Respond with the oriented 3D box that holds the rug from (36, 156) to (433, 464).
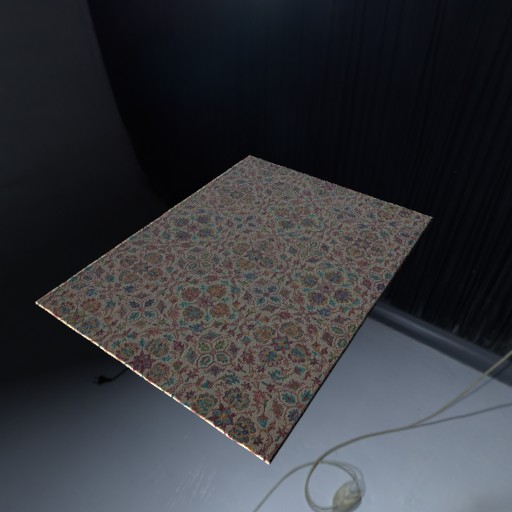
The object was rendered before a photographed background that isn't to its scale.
[{"bbox_3d":[0.000,0.000,4.322,2.446,0.020,3.215,24,47,26],"label":"rug"}]
